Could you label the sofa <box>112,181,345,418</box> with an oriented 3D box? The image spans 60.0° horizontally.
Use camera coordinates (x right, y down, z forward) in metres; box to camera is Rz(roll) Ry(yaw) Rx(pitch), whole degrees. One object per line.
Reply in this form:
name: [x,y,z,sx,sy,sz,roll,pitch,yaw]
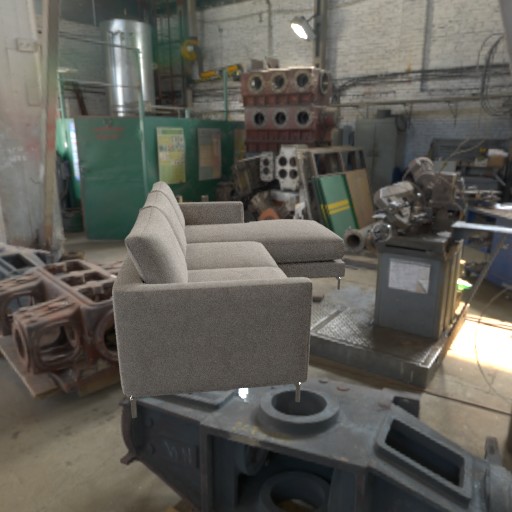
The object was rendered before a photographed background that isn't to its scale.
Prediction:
sofa: [0.000,0.000,3.138,1.626,0.864,2.438,-3,16,-9]
